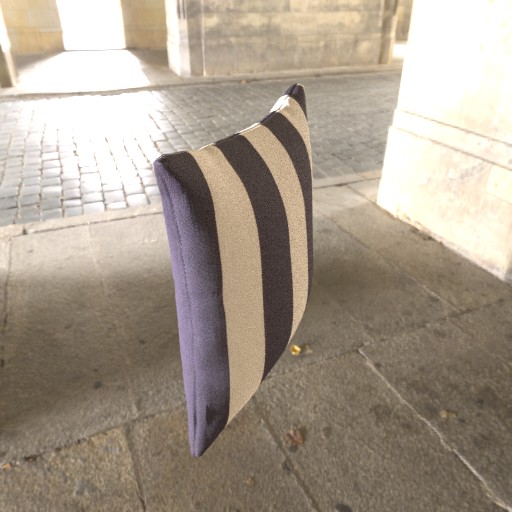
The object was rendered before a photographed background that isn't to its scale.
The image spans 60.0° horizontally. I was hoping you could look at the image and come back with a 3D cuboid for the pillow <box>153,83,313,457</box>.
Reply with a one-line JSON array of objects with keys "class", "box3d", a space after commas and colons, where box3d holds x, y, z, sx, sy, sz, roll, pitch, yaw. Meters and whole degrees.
[{"class": "pillow", "box3d": [0.000, 0.000, 0.813, 0.189, 0.526, 0.536, 11, 32, 18]}]
